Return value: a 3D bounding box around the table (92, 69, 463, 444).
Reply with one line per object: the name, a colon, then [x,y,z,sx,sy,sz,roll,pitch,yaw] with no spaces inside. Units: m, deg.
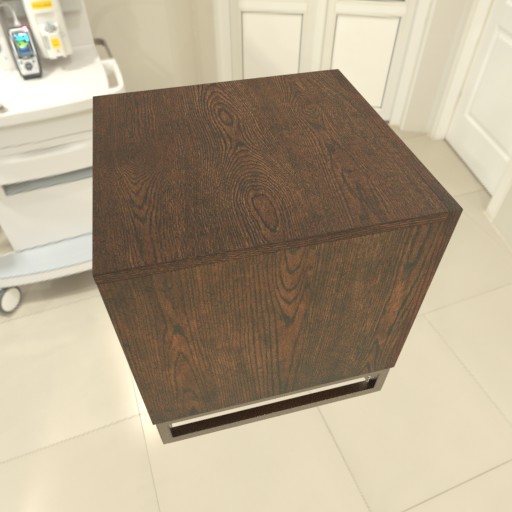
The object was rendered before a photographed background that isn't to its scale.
table: [0.000,0.000,0.998,0.566,0.582,0.506,-10,47,-10]
